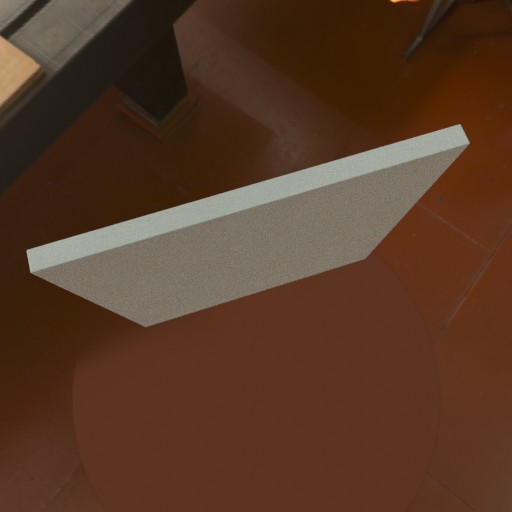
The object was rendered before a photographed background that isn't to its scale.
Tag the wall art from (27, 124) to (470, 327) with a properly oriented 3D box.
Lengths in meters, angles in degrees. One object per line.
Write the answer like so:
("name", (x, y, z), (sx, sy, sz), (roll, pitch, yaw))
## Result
("wall art", (0.000, 0.000, 1.104), (0.762, 0.762, 0.040), (-17, 75, -5))
